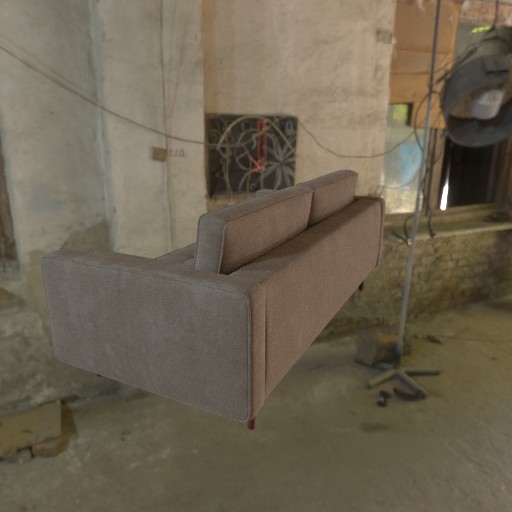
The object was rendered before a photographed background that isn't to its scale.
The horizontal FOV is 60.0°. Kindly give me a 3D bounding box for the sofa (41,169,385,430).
[{"bbox_3d":[0.000,0.000,2.288,0.920,0.769,1.883,9,19,26],"label":"sofa"}]
